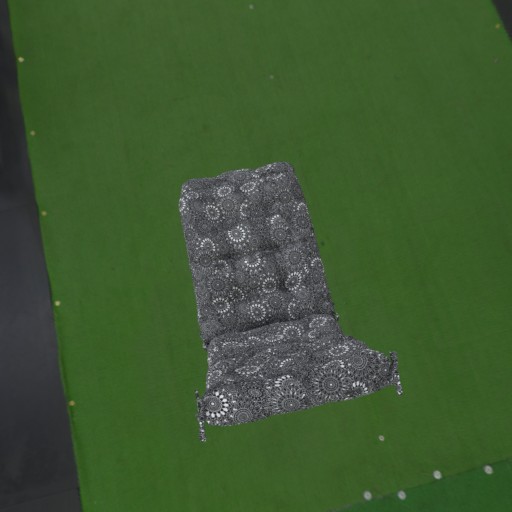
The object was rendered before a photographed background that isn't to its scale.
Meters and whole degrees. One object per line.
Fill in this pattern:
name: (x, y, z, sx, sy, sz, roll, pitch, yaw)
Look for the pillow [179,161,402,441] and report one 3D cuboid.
pillow: (0.000, 0.000, 1.551, 0.526, 0.863, 1.016, -12, 76, -3)
